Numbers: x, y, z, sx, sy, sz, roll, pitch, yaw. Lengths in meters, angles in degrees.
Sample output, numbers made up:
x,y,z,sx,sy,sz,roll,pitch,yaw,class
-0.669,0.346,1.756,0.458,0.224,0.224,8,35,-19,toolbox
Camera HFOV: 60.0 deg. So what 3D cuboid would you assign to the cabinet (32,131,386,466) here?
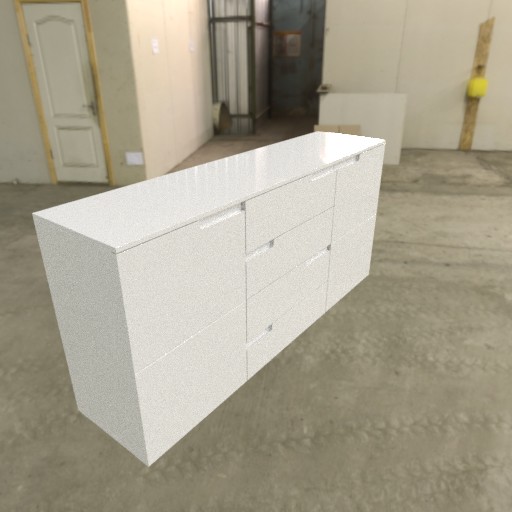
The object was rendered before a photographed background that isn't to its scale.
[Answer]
x,y,z,sx,sy,sz,roll,pitch,yaw,class
0.000,0.000,1.963,0.400,0.800,1.650,19,32,33,cabinet
